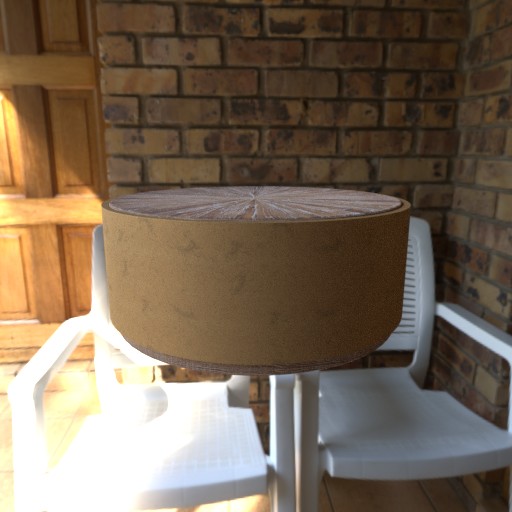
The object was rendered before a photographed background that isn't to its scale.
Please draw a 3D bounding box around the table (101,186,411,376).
[{"bbox_3d":[0.000,0.000,1.557,1.001,0.409,1.001,0,14,0],"label":"table"}]
